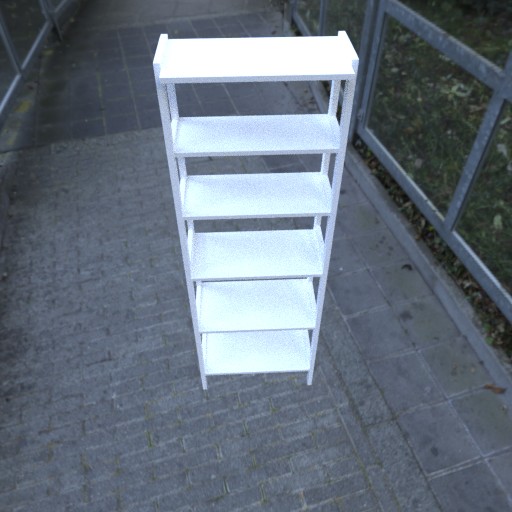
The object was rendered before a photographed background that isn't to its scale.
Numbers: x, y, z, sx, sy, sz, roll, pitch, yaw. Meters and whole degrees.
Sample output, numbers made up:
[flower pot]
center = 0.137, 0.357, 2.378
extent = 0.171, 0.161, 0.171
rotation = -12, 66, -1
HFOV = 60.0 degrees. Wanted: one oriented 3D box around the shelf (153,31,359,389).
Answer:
[shelf]
center = 0.000, 0.000, 2.122
extent = 0.660, 1.892, 0.381
rotation = -2, 46, -2
